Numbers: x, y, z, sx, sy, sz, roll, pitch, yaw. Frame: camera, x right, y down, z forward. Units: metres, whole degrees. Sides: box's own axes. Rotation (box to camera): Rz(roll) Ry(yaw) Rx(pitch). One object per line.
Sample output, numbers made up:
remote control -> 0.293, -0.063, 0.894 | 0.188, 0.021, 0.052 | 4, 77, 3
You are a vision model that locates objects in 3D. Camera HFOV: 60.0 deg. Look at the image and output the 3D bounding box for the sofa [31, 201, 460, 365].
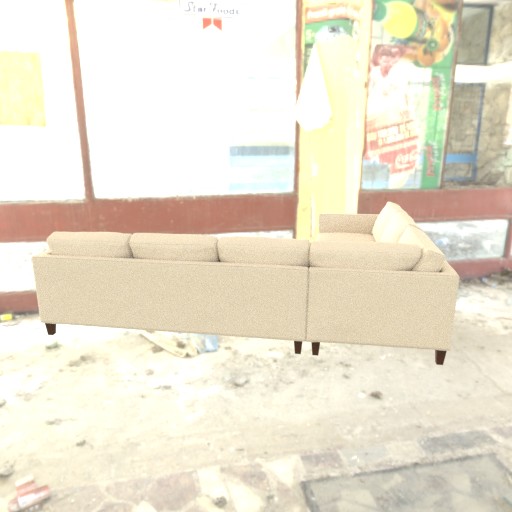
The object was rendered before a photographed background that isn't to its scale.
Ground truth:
sofa -> 0.000, 0.000, 4.421 | 3.182, 0.863, 2.432 | 2, 15, 9
